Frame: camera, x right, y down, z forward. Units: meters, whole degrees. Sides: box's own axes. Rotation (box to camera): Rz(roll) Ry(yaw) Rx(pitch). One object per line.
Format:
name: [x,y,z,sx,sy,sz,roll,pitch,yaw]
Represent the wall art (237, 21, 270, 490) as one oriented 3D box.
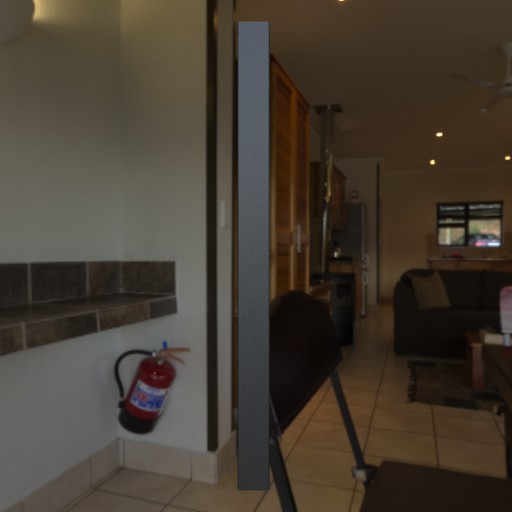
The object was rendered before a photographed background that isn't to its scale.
wall art: [0.000,0.000,0.749,0.039,0.555,0.449,0,0,1]
